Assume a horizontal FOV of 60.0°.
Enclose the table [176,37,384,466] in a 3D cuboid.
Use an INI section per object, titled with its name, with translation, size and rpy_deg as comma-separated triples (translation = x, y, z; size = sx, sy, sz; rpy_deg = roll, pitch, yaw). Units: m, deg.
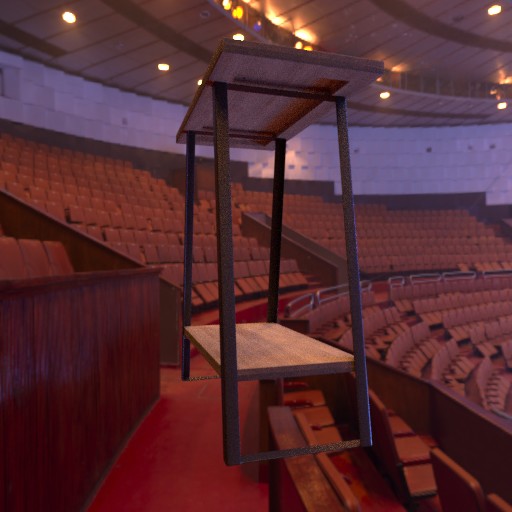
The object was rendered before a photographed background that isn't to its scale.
[table]
translation = 0.000, 0.000, 1.039
size = 0.300, 0.701, 0.599
rpy_deg = 0, 0, -17
